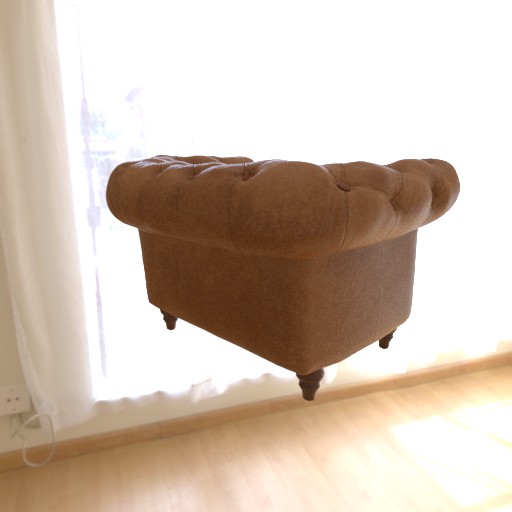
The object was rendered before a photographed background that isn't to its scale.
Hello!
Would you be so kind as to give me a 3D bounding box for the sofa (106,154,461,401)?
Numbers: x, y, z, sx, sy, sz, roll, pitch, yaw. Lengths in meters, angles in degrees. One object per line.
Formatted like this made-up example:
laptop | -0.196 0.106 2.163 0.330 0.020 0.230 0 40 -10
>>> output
sofa | 0.000 0.000 1.985 1.033 0.878 1.405 -13 19 -43
